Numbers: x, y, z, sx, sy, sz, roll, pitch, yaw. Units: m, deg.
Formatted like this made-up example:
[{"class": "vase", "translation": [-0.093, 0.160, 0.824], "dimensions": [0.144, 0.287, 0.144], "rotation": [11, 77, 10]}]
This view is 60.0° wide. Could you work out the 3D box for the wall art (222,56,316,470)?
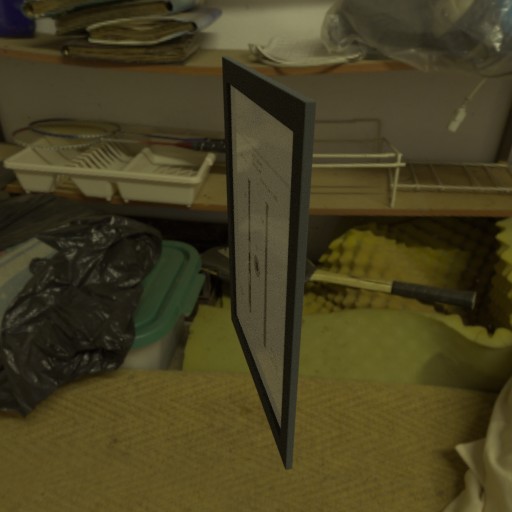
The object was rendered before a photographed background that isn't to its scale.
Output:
[{"class": "wall art", "translation": [0.000, 0.000, 0.685], "dimensions": [0.012, 0.529, 0.374], "rotation": [-8, 31, -13]}]
